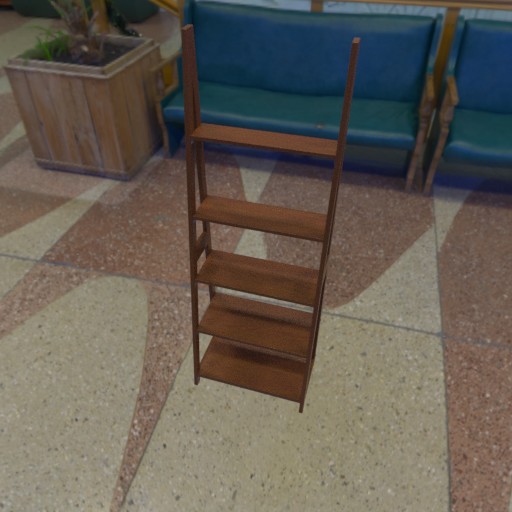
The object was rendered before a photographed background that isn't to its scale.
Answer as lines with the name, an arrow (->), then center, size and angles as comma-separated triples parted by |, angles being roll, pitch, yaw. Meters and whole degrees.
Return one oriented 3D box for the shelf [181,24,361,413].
shelf -> 0.000, 0.000, 1.998 | 0.630, 1.780, 0.356 | 11, 42, 13
